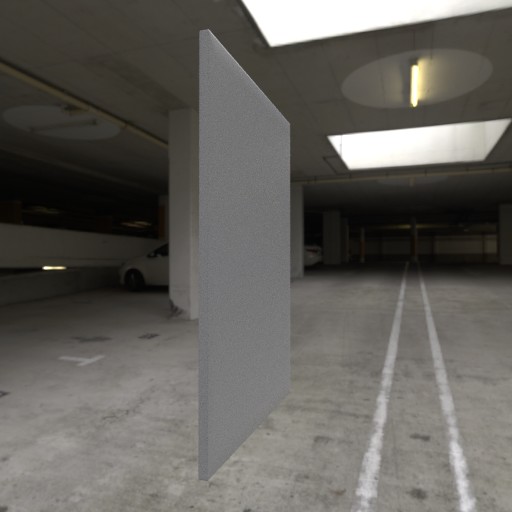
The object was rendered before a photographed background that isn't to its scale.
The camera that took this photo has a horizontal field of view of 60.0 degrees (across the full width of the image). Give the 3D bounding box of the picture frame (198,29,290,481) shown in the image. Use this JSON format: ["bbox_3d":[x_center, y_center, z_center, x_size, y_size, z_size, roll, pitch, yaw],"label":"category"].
[{"bbox_3d":[0.000,0.000,0.704,0.012,0.534,0.381,0,-1,19],"label":"picture frame"}]
